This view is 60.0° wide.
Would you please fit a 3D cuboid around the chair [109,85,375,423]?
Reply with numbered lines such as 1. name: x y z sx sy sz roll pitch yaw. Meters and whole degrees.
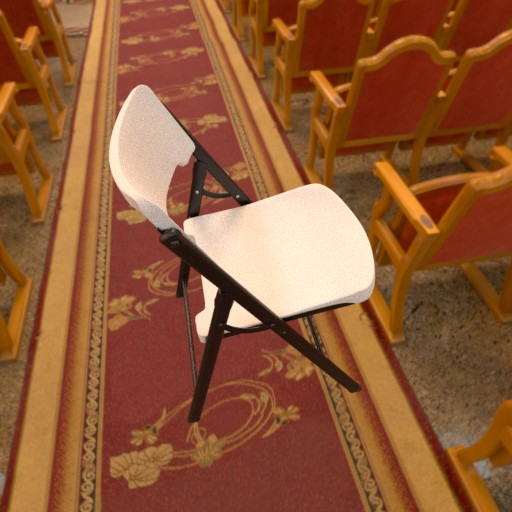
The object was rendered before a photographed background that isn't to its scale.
1. chair: 0.000 0.000 1.144 0.577 0.765 0.482 -8 47 -8
